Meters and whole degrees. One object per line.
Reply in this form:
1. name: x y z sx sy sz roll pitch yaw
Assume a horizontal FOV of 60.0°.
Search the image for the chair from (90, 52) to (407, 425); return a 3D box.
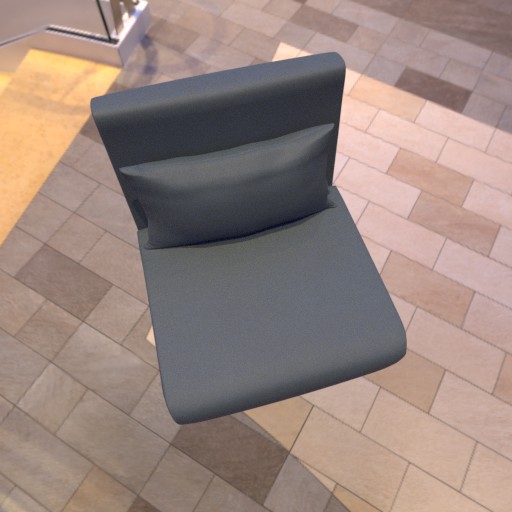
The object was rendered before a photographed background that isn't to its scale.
1. chair: 0.000 0.000 1.473 0.770 0.808 0.900 -14 63 -7
